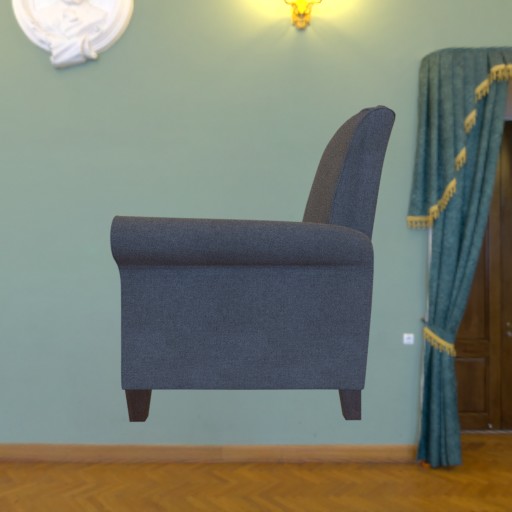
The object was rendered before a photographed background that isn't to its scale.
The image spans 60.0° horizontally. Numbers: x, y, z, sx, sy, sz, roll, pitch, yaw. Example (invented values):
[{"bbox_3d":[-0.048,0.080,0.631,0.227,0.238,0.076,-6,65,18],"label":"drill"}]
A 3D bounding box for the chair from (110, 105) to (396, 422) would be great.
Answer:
[{"bbox_3d":[0.000,0.000,1.777,0.905,1.061,0.978,0,0,-1],"label":"chair"}]
